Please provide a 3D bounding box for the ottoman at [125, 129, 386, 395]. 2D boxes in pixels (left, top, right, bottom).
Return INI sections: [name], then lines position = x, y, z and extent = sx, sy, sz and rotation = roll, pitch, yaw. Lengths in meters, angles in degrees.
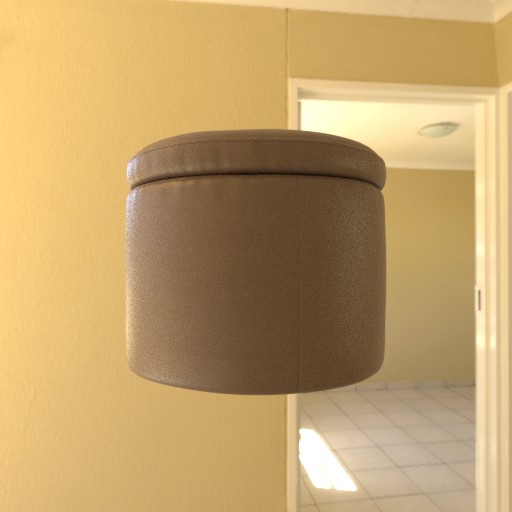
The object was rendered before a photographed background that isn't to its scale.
[ottoman]
position = 0.000, 0.000, 0.884
extent = 0.500, 0.409, 0.500
rotation = 0, 0, 0
